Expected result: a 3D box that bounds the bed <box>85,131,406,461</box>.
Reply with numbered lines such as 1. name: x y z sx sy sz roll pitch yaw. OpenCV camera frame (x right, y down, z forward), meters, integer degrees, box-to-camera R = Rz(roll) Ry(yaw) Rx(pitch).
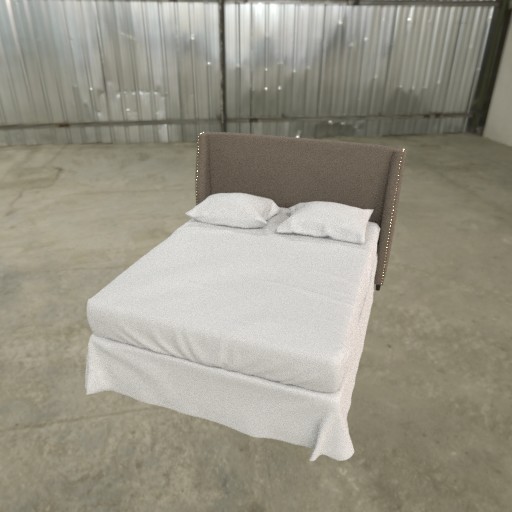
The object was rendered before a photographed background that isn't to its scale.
1. bed: 0.000 0.000 3.403 1.925 1.332 2.276 9 29 17
